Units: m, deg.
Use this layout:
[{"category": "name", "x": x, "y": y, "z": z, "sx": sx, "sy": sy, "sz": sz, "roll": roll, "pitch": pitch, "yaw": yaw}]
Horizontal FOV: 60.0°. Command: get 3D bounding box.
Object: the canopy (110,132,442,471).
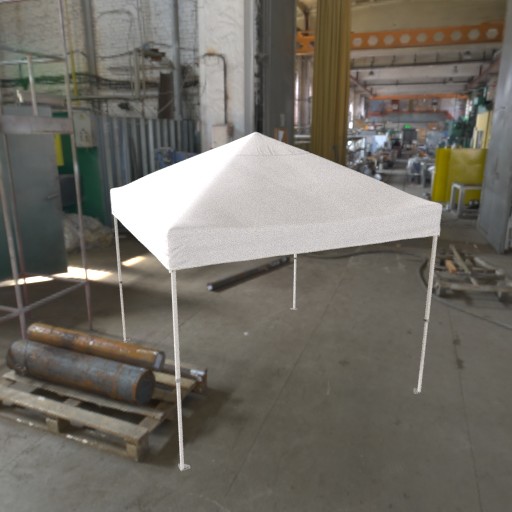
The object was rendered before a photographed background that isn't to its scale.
[{"category": "canopy", "x": 0.000, "y": 0.000, "z": 5.566, "sx": 2.996, "sy": 2.997, "sz": 2.998, "roll": -7, "pitch": 17, "yaw": -25}]
